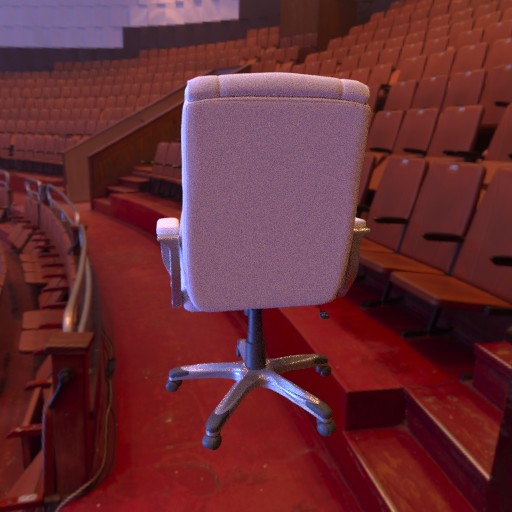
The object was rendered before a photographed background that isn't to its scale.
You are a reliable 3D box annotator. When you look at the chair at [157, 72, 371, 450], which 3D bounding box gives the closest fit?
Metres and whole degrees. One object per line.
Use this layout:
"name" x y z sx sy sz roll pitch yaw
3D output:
"chair" 0.000 0.000 1.574 0.687 1.120 0.738 -3 15 -11
